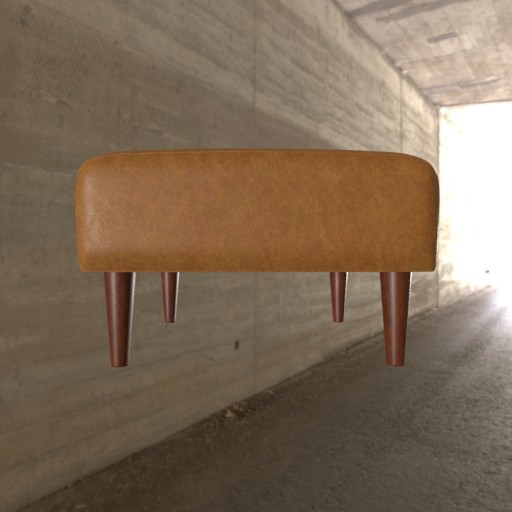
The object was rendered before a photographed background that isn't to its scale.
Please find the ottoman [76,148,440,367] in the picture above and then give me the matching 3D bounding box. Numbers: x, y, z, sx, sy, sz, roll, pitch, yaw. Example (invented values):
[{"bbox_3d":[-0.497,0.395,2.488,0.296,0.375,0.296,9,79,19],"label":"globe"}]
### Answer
[{"bbox_3d":[0.000,0.000,1.073,0.650,0.399,0.650,0,0,-1],"label":"ottoman"}]
